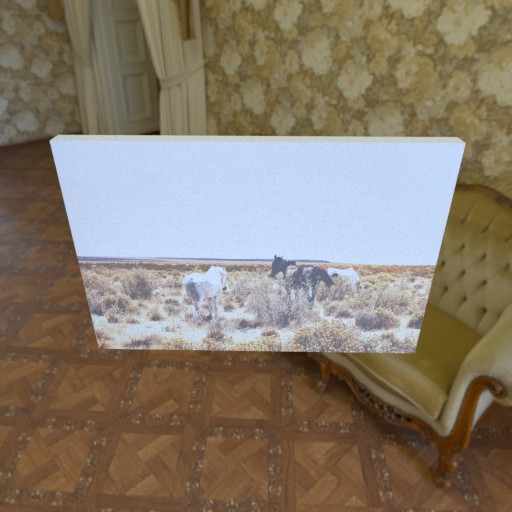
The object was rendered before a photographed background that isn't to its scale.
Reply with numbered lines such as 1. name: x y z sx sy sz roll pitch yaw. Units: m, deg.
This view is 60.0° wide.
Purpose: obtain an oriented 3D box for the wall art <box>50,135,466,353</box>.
1. wall art: 0.000 0.000 1.148 0.914 0.610 0.050 1 31 1
